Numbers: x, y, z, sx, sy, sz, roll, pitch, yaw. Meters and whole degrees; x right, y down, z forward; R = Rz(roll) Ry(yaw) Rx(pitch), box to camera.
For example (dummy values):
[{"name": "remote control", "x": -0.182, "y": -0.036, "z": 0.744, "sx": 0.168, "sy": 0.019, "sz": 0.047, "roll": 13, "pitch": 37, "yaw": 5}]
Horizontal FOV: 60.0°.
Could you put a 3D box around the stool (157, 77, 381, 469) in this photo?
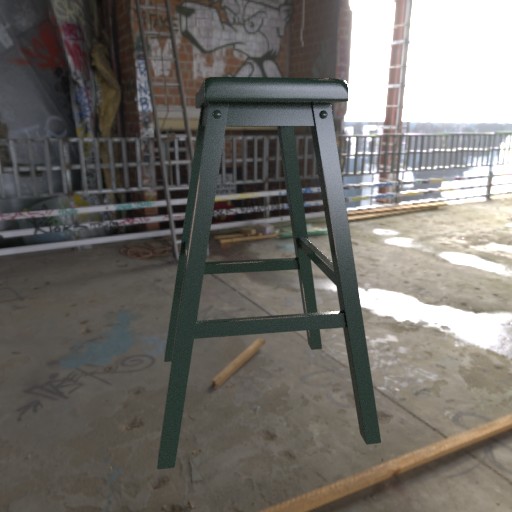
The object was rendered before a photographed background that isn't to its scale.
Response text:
[{"name": "stool", "x": 0.000, "y": 0.000, "z": 1.035, "sx": 0.476, "sy": 0.737, "sz": 0.457, "roll": -3, "pitch": 17, "yaw": -9}]
